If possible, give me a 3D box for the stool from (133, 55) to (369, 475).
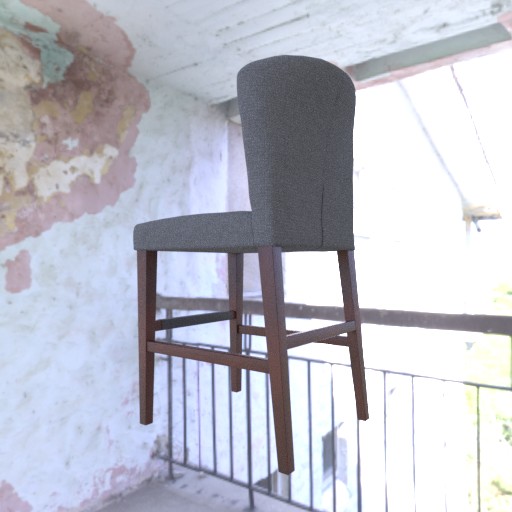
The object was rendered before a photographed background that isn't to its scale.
[{"bbox_3d":[0.000,0.000,1.303,0.568,0.968,0.479,-1,-1,37],"label":"stool"}]
